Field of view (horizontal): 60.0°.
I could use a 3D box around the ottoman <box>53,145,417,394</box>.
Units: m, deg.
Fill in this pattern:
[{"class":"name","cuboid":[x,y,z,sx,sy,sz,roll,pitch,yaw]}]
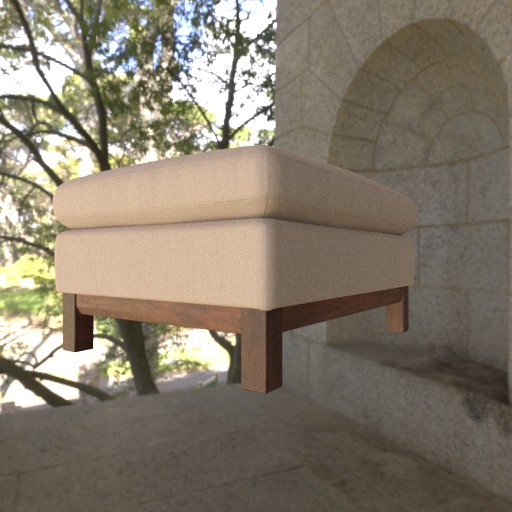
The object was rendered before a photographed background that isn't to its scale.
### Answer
[{"class":"ottoman","cuboid":[0.000,0.000,1.115,0.606,0.420,0.771,0,0,36]}]
